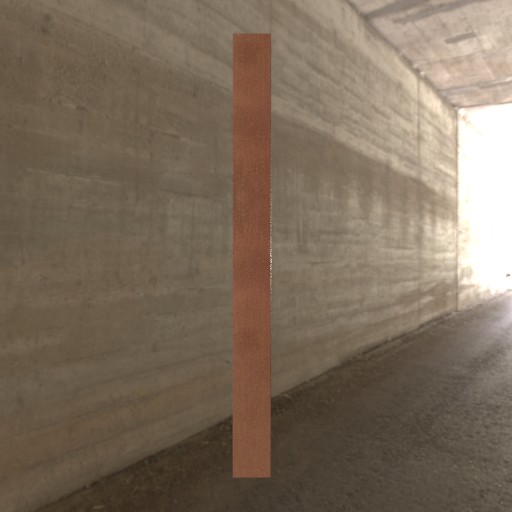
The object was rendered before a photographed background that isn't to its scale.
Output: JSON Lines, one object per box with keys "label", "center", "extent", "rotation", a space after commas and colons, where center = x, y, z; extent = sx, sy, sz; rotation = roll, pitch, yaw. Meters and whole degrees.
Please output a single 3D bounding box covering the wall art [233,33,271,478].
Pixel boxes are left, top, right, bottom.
{"label": "wall art", "center": [0.000, 0.000, 0.602], "extent": [0.035, 0.403, 0.403], "rotation": [0, 0, 1]}
